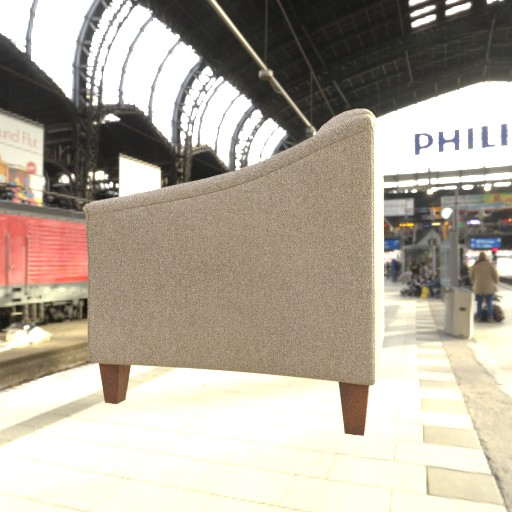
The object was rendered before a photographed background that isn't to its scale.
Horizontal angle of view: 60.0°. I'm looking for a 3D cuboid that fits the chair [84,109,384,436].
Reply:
[{"bbox_3d":[0.000,0.000,1.446,0.787,0.839,0.763,0,-1,17],"label":"chair"}]
